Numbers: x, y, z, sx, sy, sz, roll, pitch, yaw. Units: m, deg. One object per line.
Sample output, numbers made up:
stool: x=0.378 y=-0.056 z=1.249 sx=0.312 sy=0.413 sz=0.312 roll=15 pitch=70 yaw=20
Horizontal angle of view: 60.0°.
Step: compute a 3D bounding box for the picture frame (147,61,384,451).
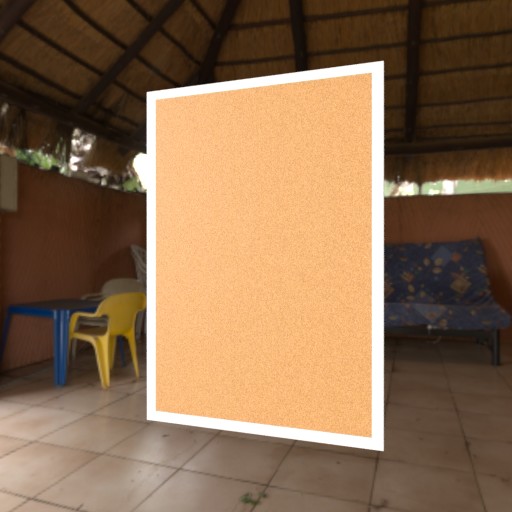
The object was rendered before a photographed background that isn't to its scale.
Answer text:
picture frame: x=0.000 y=0.000 z=0.824 sx=0.457 sy=0.657 sz=0.013 roll=0 pitch=0 yaw=18
